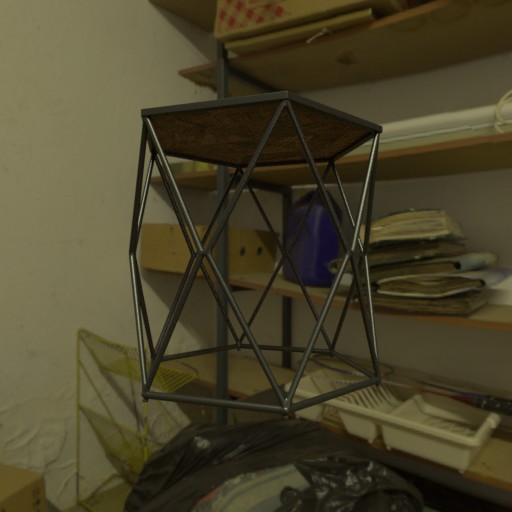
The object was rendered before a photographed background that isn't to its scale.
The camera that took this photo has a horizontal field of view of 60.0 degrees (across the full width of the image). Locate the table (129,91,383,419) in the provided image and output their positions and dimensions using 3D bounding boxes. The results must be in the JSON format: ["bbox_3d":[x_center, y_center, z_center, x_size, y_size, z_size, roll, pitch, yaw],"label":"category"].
[{"bbox_3d":[0.000,0.000,1.050,0.578,0.564,0.579,0,0,19],"label":"table"}]
